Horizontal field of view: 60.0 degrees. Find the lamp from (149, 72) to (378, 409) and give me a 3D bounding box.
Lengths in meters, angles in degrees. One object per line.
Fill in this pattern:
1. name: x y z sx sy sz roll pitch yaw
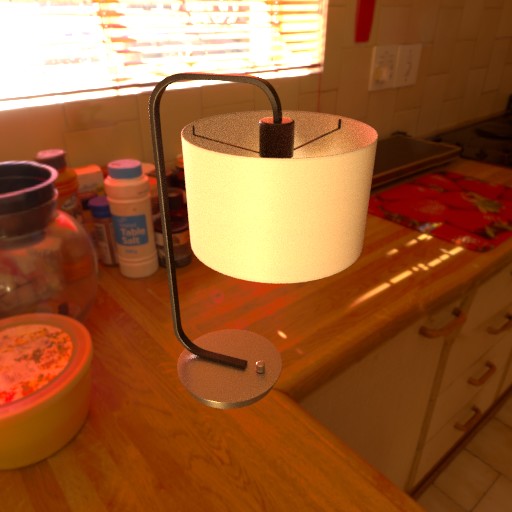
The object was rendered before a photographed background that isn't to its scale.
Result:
1. lamp: 0.000 0.000 0.624 0.288 0.473 0.230 10 31 17
